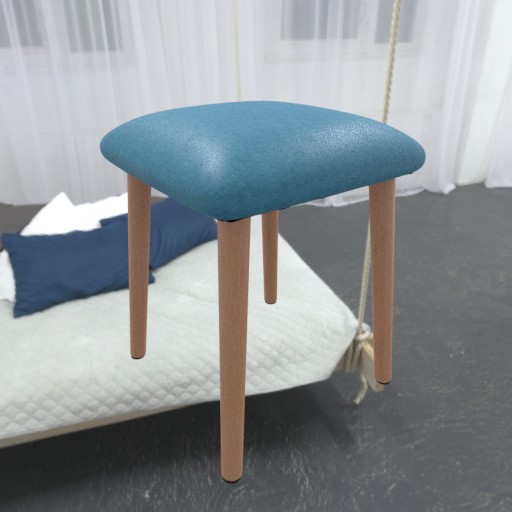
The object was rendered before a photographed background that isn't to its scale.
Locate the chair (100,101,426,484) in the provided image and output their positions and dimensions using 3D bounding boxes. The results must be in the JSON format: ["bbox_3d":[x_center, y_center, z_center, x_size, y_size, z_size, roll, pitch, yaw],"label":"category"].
[{"bbox_3d":[0.000,0.000,0.704,0.360,0.450,0.360,-18,32,-32],"label":"chair"}]
